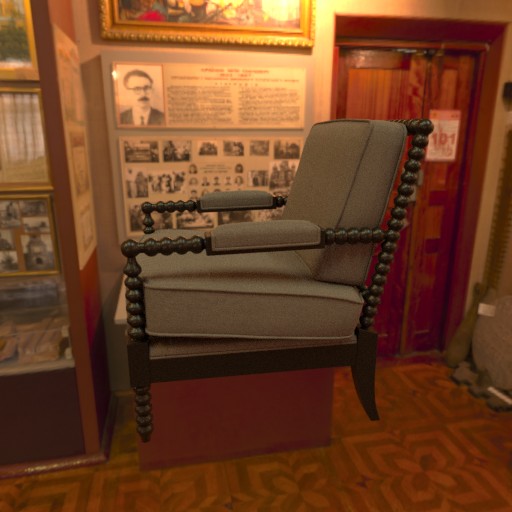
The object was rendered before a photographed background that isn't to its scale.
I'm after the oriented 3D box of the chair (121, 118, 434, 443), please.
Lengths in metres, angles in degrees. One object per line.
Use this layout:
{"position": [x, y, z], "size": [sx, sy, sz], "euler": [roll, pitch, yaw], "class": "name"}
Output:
{"position": [0.000, 0.000, 1.117], "size": [0.622, 0.661, 0.540], "euler": [-3, 16, -9], "class": "chair"}
